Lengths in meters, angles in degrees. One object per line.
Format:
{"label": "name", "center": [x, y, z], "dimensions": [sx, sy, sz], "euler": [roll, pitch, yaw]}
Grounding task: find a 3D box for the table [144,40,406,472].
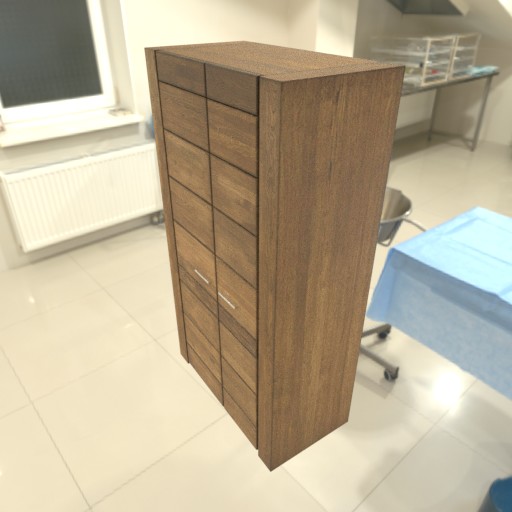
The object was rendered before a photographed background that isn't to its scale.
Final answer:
{"label": "table", "center": [0.000, 0.000, 2.410], "dimensions": [0.600, 2.000, 1.100], "euler": [-19, 36, -29]}
